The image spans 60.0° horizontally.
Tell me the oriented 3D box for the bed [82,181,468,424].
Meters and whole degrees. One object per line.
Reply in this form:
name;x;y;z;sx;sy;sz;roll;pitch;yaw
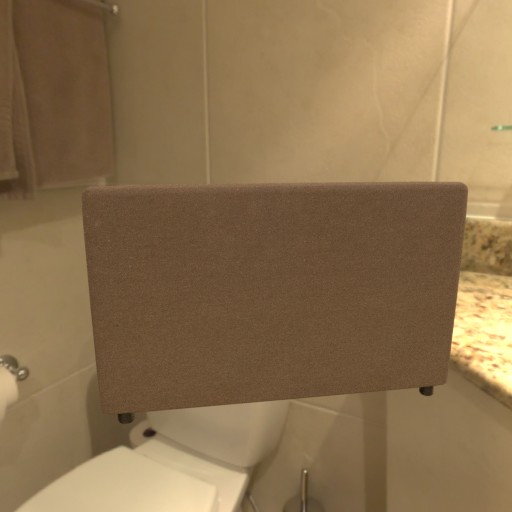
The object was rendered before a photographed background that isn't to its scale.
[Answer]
bed;0.000;0.000;3.521;2.119;1.317;2.341;-2;14;-9
